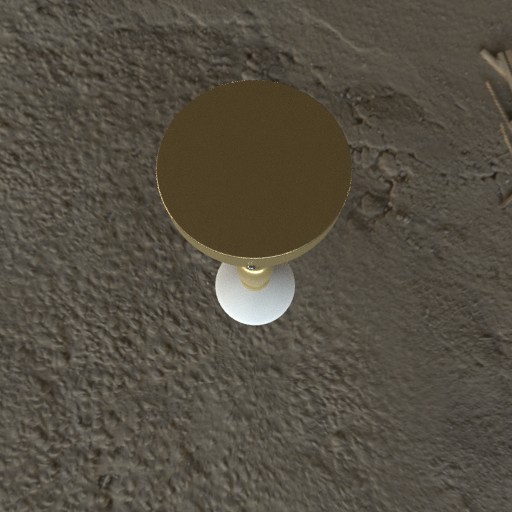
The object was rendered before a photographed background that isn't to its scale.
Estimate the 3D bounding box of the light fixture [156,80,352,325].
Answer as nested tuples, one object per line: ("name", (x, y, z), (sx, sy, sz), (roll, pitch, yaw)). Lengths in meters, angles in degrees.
("light fixture", (0.000, 0.000, 0.569), (0.146, 0.510, 0.147), (-5, 75, -1))
